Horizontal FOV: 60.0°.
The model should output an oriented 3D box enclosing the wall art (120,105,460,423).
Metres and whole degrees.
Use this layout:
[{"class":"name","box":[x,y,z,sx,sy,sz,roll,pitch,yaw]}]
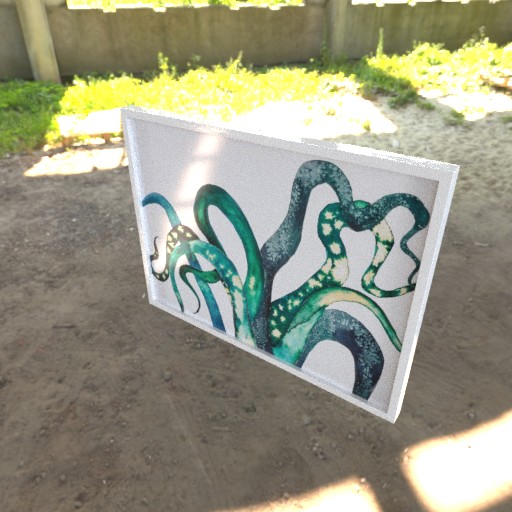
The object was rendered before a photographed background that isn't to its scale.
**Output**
[{"class":"wall art","box":[0.000,0.000,1.398,1.041,0.787,0.053,20,36,29]}]
